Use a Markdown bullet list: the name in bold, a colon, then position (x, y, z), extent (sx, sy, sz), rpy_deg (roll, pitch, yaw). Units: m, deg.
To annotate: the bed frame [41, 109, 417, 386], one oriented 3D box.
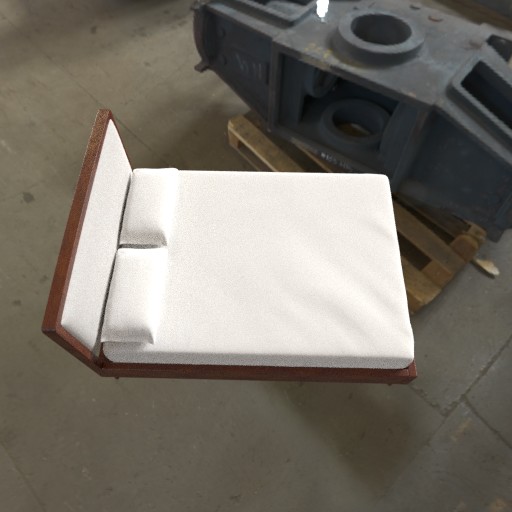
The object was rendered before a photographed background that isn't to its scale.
- **bed frame**: position (0.000, 0.000, 3.170), extent (2.171, 1.279, 1.587), rpy_deg (1, 62, 1)
